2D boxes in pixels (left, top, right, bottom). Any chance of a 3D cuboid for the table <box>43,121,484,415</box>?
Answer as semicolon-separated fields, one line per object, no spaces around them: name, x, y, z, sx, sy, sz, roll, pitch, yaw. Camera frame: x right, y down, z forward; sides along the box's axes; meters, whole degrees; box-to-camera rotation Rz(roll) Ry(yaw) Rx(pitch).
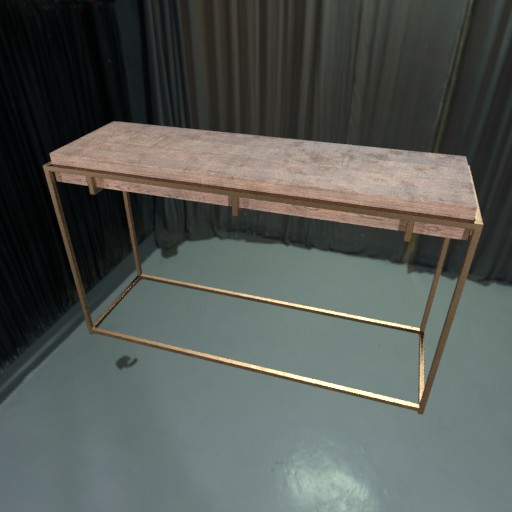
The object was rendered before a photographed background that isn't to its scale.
table;0.000;0.000;1.726;1.400;0.820;0.440;10;34;15
